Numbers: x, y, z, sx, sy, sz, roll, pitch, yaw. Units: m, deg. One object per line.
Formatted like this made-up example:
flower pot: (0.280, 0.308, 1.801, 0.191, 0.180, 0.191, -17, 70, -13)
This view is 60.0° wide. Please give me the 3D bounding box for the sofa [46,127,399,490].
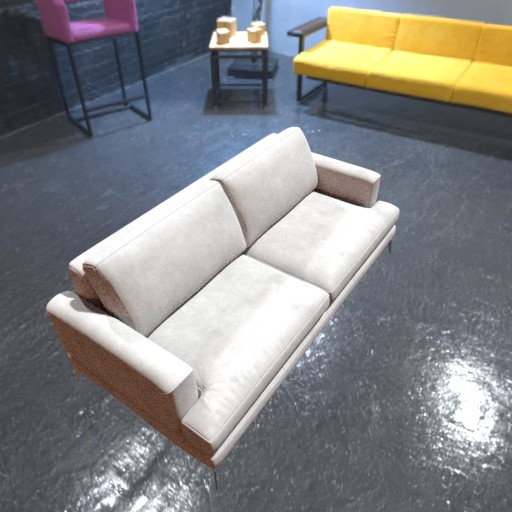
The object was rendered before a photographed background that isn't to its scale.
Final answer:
sofa: (0.000, 0.000, 2.502, 0.980, 0.830, 2.013, 24, 46, 26)
